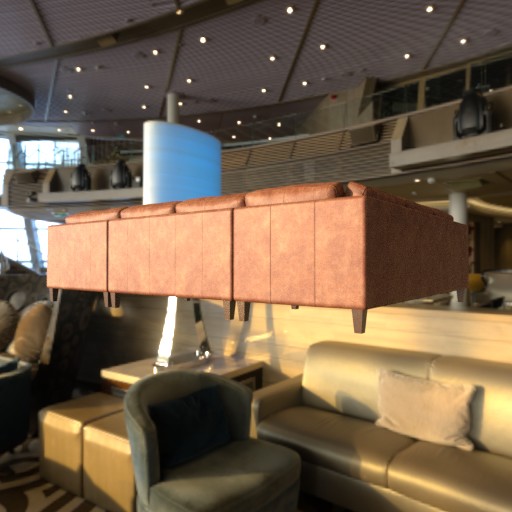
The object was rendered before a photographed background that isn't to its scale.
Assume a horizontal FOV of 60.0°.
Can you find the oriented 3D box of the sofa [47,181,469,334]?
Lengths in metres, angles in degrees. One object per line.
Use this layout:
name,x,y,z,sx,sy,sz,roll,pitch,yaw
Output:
sofa,0.000,0.000,4.326,3.324,0.888,2.452,-1,-1,37
